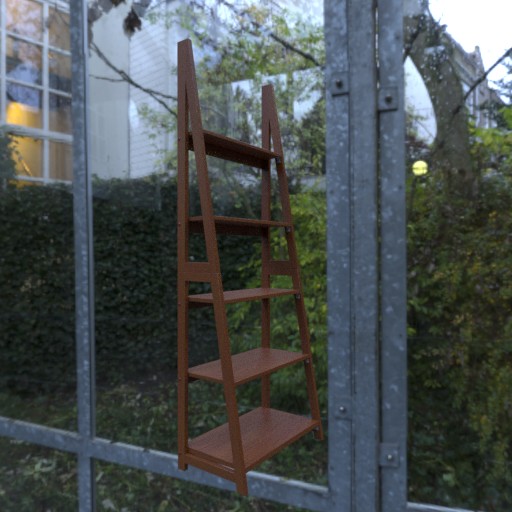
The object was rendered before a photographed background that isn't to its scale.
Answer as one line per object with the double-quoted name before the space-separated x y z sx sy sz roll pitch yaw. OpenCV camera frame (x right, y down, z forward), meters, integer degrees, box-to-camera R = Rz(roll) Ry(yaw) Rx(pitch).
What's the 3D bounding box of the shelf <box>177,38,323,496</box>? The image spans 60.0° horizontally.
"shelf" 0.000 0.000 1.998 0.356 1.780 0.630 0 1 36
